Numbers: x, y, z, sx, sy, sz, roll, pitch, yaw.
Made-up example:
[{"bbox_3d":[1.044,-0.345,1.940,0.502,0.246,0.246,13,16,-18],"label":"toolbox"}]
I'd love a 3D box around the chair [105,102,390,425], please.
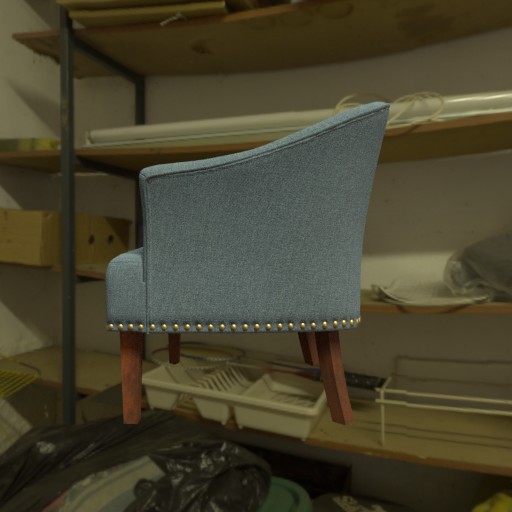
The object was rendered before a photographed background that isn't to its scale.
[{"bbox_3d":[0.000,0.000,1.346,0.704,0.815,0.772,0,1,0],"label":"chair"}]
